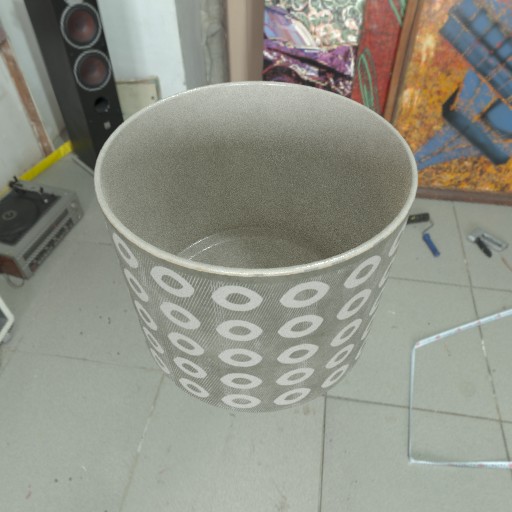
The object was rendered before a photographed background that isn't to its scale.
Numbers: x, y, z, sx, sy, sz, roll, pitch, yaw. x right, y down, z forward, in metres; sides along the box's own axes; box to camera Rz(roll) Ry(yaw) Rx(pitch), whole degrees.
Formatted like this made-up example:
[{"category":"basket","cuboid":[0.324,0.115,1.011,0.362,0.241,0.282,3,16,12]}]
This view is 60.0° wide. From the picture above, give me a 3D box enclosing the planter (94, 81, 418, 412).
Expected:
[{"category":"planter","cuboid":[0.000,0.000,0.439,0.250,0.239,0.250,0,47,0]}]
